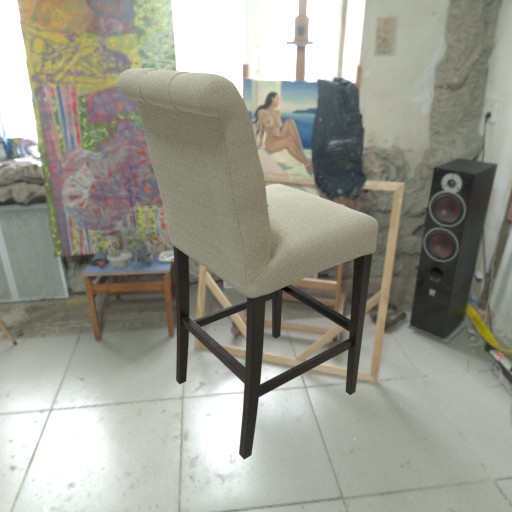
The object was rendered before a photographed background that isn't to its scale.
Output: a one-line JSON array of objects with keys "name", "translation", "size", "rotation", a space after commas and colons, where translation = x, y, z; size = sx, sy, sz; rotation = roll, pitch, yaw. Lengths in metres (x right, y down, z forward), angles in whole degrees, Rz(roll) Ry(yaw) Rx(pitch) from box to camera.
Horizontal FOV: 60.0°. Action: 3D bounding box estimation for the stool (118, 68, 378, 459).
[{"name": "stool", "translation": [0.000, 0.000, 1.422], "size": [0.610, 1.118, 0.482], "rotation": [-18, 31, -33]}]
